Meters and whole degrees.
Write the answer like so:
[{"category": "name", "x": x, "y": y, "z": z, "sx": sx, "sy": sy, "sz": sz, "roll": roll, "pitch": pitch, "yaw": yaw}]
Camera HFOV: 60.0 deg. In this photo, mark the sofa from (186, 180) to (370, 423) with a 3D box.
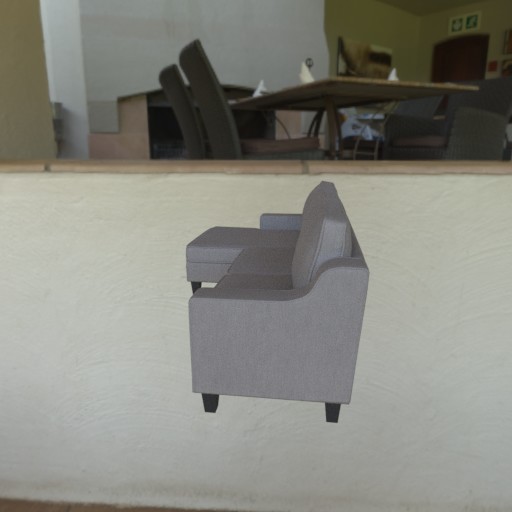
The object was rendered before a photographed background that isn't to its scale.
[{"category": "sofa", "x": 0.000, "y": 0.000, "z": 3.156, "sx": 1.294, "sy": 0.928, "sz": 2.561, "roll": 2, "pitch": 14, "yaw": 8}]
